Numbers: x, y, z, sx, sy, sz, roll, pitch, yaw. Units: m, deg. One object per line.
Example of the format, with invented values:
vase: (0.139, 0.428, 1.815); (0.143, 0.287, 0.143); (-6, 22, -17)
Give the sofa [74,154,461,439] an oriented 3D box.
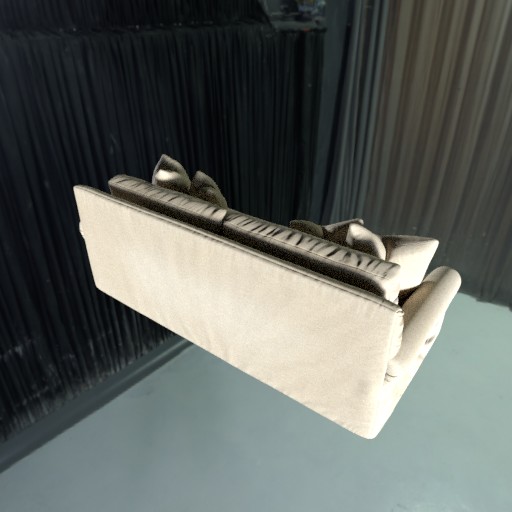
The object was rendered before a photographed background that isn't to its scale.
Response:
sofa: (0.000, 0.000, 2.811); (2.285, 0.904, 1.067); (21, 37, 31)
